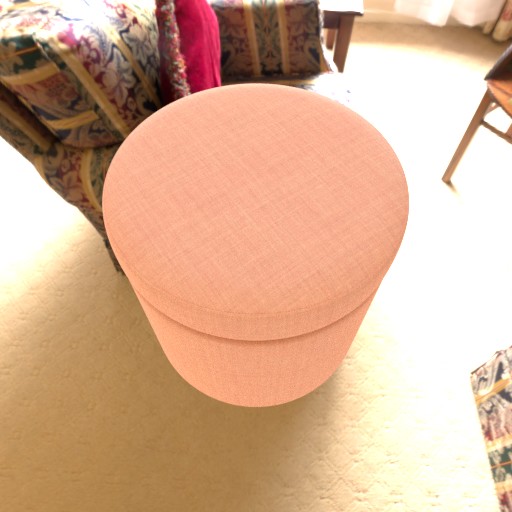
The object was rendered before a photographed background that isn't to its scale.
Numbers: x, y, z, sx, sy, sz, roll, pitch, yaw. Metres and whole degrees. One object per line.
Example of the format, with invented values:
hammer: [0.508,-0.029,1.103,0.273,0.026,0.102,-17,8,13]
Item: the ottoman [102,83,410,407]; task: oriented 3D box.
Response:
ottoman: [0.000,0.000,0.733,0.400,0.406,0.400,0,57,0]
